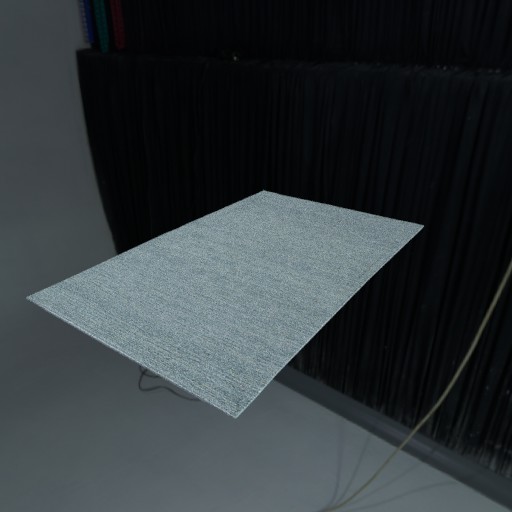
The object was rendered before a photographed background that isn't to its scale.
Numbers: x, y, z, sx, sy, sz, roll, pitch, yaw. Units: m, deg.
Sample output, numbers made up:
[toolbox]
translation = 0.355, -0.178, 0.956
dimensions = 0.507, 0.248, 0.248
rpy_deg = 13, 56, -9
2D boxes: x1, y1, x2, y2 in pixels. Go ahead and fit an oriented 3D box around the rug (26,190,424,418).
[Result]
[rug]
translation = 0.000, 0.000, 2.312
dimensions = 1.174, 0.022, 1.853
rpy_deg = 18, 32, 32
